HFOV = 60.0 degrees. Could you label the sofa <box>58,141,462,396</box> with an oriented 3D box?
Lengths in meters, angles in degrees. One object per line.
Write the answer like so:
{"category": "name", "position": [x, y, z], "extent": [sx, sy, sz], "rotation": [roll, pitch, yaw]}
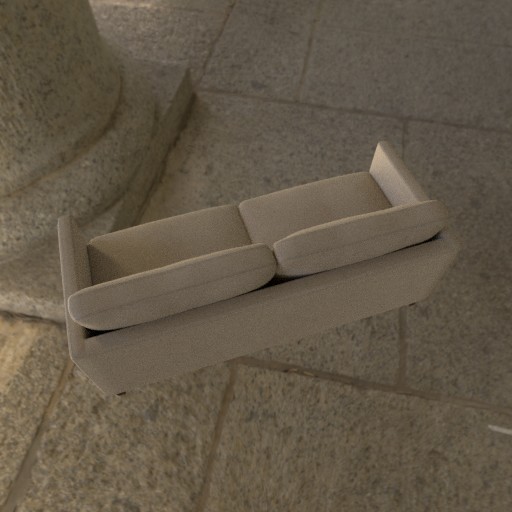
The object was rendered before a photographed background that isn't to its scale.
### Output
{"category": "sofa", "position": [0.000, 0.000, 2.751], "extent": [2.181, 0.932, 0.948], "rotation": [-15, 58, -10]}
